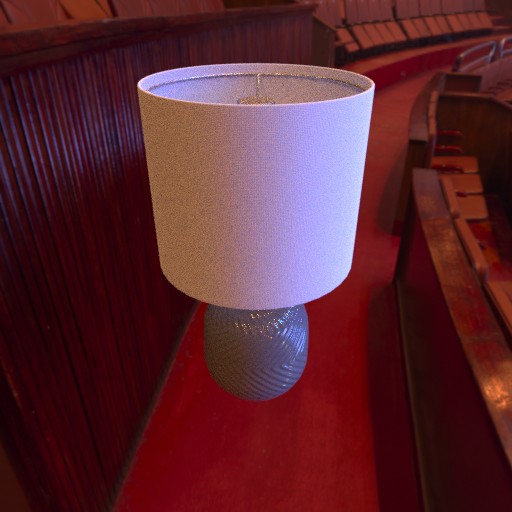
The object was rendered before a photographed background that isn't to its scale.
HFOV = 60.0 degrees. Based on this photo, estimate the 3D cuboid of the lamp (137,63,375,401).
[{"bbox_3d":[0.000,0.000,0.489,0.207,0.366,0.207,1,31,1],"label":"lamp"}]
